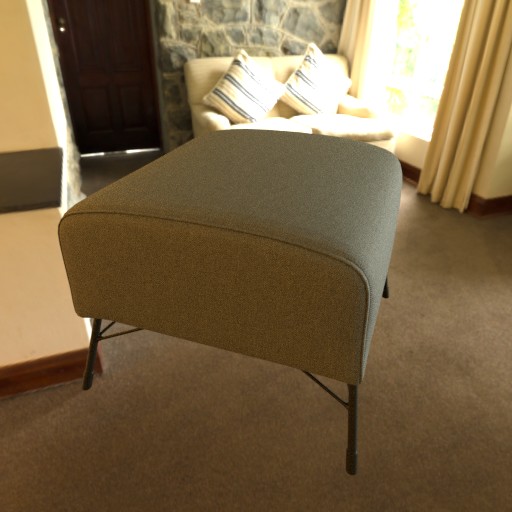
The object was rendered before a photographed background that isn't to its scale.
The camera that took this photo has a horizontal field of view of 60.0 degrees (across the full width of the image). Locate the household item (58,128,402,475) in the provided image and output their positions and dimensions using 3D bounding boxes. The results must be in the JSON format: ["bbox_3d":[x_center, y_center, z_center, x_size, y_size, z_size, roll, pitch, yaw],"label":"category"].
[{"bbox_3d":[0.000,0.000,0.888,0.530,0.410,0.530,10,31,17],"label":"household item"}]
